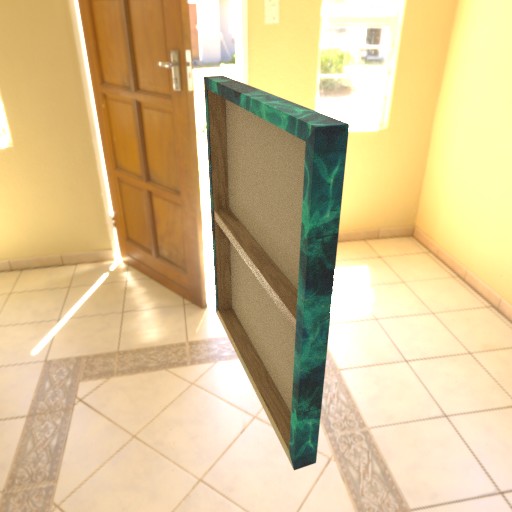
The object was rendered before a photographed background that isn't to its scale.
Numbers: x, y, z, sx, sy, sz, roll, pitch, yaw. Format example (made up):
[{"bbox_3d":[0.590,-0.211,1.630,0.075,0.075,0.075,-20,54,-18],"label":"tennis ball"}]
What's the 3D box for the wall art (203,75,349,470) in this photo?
[{"bbox_3d":[0.000,0.000,0.729,0.038,0.508,0.432,-10,30,-18],"label":"wall art"}]
